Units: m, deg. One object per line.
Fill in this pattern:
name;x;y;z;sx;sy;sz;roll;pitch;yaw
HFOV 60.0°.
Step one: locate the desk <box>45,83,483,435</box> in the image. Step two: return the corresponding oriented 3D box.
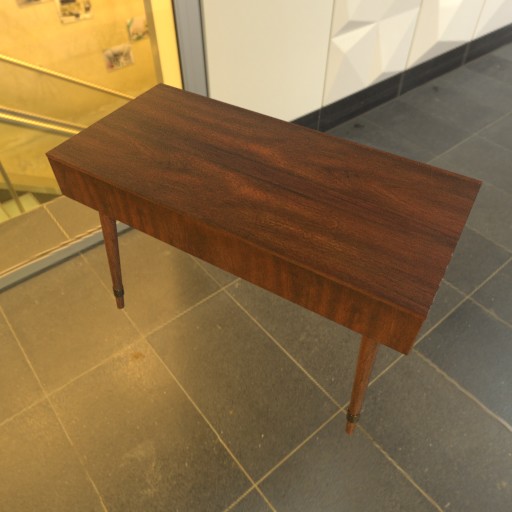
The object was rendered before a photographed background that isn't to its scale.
desk;0.000;0.000;2.127;1.577;1.031;0.734;24;51;21
